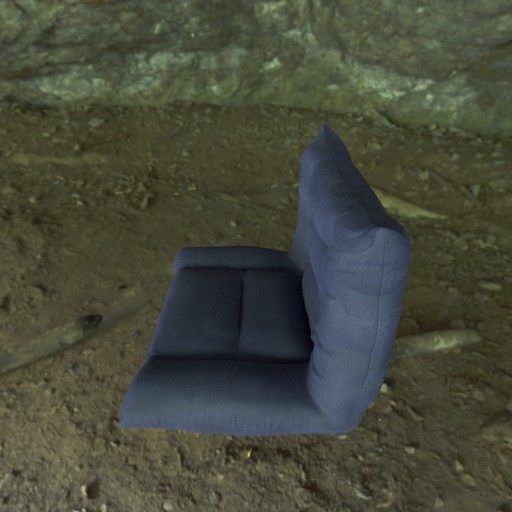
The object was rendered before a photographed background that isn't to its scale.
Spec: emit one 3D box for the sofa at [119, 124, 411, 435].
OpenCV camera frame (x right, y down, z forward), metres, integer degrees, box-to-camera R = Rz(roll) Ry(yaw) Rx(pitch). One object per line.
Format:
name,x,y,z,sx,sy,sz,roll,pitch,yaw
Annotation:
sofa,0.000,0.000,1.700,0.849,0.778,1.122,0,27,0
